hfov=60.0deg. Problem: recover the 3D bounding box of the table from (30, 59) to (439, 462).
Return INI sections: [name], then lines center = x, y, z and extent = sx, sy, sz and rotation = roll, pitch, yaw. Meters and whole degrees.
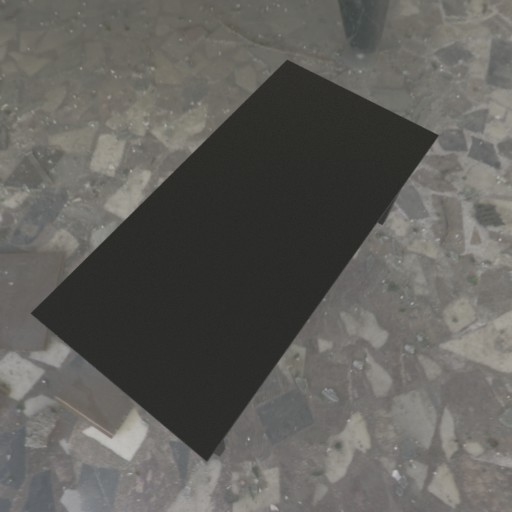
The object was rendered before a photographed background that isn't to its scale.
[table]
center = 0.000, 0.000, 1.347
extent = 0.523, 0.470, 1.044
rotation = 33, 68, 15
